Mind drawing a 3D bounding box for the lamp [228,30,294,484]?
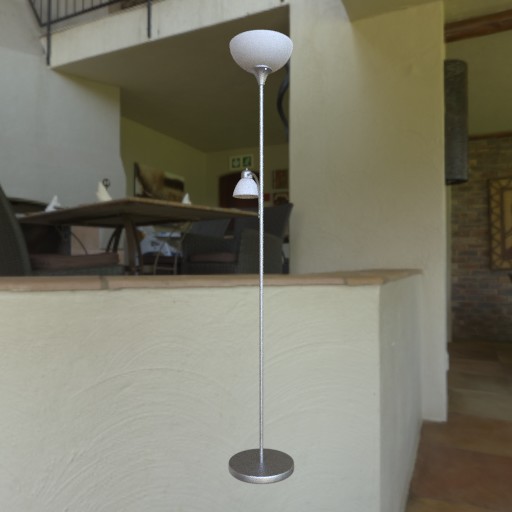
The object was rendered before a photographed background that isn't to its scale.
[{"bbox_3d":[0.000,0.000,1.966,0.279,1.804,0.425,0,-1,-17],"label":"lamp"}]
